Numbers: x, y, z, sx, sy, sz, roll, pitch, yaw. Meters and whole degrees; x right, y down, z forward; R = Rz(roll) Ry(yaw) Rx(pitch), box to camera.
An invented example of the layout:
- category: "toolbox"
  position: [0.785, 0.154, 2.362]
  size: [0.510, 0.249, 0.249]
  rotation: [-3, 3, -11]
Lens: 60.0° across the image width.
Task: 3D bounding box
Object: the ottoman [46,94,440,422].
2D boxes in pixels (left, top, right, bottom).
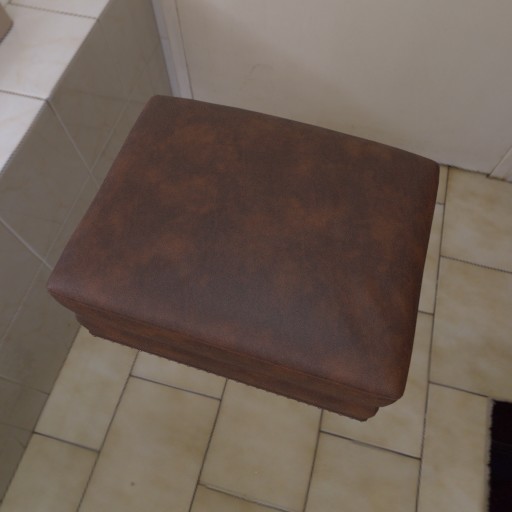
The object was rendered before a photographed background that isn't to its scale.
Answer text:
- category: "ottoman"
  position: [0.000, 0.000, 1.119]
  size: [0.742, 0.486, 0.586]
  rotation: [16, 65, 7]
